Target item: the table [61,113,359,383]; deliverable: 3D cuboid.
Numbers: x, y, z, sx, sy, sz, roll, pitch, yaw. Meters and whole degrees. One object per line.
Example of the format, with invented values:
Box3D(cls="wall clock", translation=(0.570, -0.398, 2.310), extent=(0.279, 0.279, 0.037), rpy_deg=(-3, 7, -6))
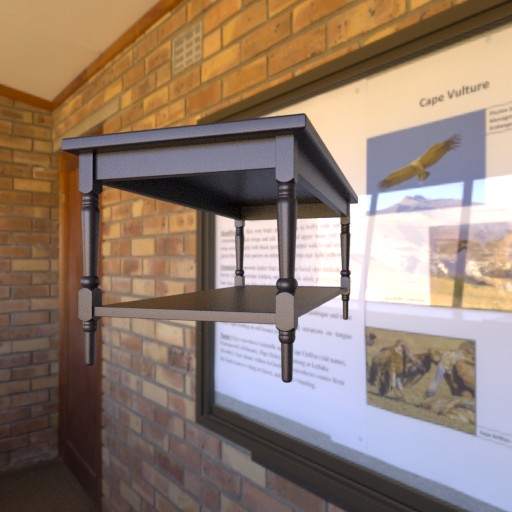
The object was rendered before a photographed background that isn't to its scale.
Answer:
Box3D(cls="table", translation=(0.000, 0.000, 1.420), extent=(0.550, 0.510, 1.107), rpy_deg=(0, -1, 18))
